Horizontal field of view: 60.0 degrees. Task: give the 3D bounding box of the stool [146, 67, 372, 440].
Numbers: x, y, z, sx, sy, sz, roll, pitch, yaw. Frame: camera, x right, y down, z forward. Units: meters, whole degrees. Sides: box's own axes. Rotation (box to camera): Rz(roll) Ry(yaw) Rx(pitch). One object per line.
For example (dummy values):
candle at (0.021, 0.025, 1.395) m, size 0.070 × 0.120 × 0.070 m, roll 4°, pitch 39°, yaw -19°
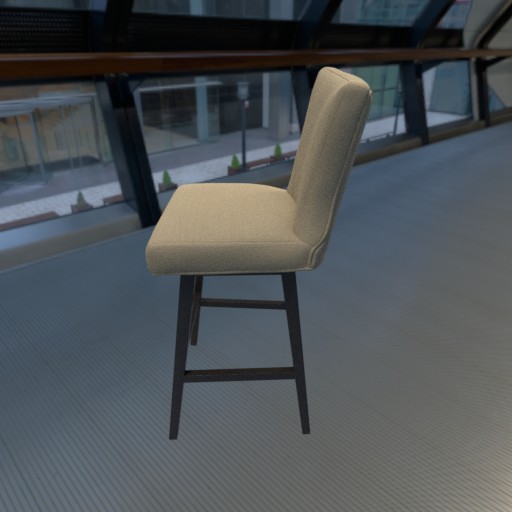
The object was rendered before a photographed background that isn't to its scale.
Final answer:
stool at (0.000, 0.000, 1.418) m, size 0.574 × 1.086 × 0.514 m, roll 0°, pitch 27°, yaw 1°
